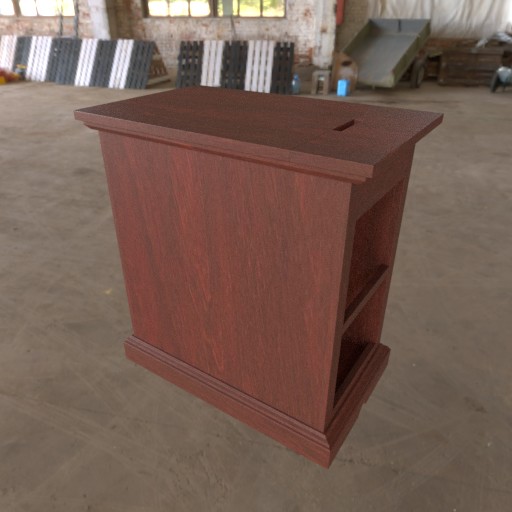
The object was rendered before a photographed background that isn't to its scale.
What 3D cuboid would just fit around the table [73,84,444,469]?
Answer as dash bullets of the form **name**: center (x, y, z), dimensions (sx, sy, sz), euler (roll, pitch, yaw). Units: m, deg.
- **table**: center (0.000, 0.000, 0.968), dimensions (0.584, 0.612, 0.356), euler (18, 34, 29)
